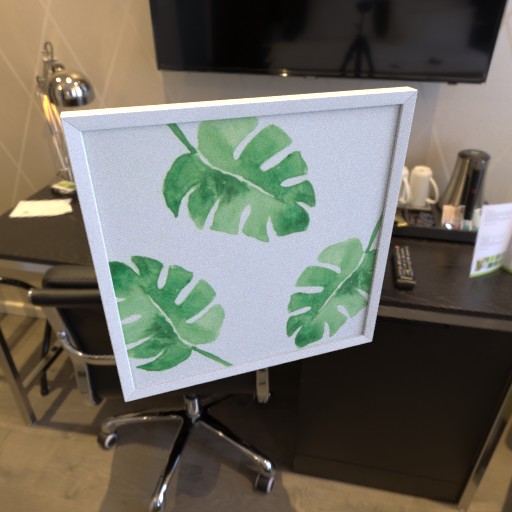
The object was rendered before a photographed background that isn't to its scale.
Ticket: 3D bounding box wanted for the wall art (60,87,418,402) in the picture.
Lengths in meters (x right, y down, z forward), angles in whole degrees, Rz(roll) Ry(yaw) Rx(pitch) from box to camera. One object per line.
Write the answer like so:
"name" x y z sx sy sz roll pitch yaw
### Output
"wall art" 0.000 0.000 1.120 0.762 0.762 0.040 -10 33 -16
